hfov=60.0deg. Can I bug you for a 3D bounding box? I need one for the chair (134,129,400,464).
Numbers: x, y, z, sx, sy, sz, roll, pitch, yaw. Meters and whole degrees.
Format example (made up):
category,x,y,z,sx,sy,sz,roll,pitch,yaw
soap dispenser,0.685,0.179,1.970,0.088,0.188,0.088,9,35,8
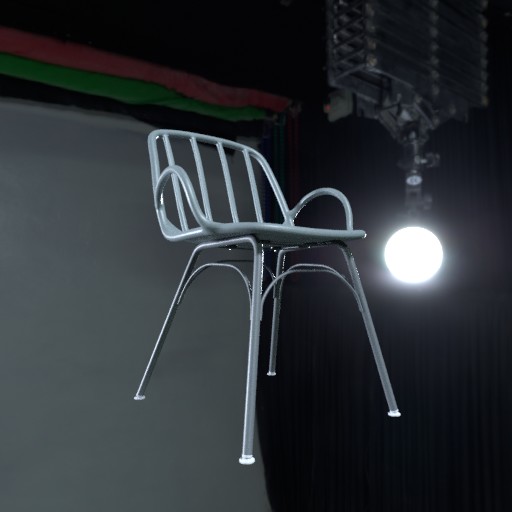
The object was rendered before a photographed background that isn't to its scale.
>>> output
category,x,y,z,sx,sy,sz,roll,pitch,yaw
chair,0.000,0.000,1.235,0.549,0.816,0.597,1,-2,-36
